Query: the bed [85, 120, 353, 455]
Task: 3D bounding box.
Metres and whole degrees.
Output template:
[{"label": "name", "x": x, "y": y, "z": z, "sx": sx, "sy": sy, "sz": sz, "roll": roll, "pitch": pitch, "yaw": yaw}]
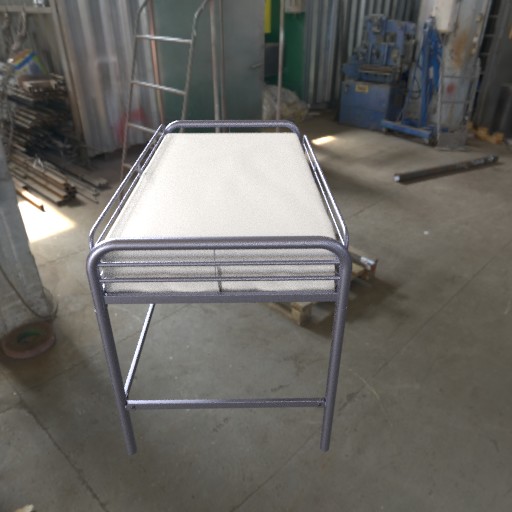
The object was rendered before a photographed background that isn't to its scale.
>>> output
[{"label": "bed", "x": 0.000, "y": 0.000, "z": 2.887, "sx": 1.415, "sy": 1.288, "sz": 1.965, "roll": -1, "pitch": 30, "yaw": -1}]
